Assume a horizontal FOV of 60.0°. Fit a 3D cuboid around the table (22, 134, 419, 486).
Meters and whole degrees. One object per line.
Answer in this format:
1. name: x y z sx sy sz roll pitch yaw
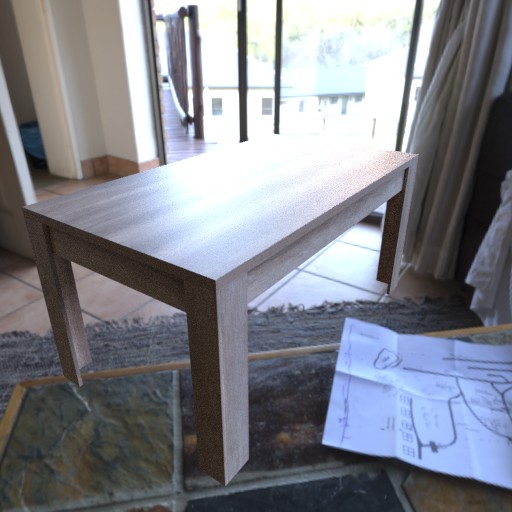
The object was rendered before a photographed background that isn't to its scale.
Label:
1. table: 0.000 0.000 2.092 0.900 0.775 1.600 18 32 31
